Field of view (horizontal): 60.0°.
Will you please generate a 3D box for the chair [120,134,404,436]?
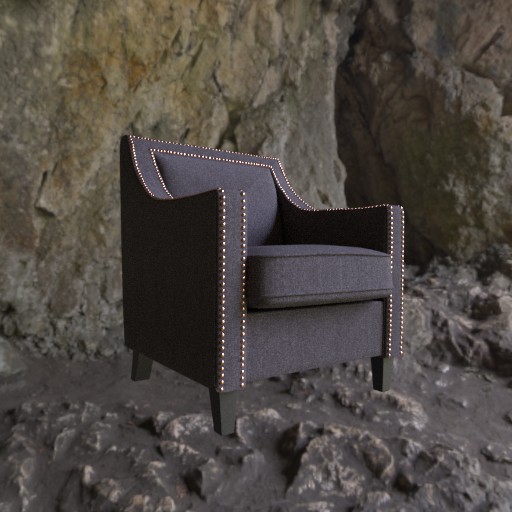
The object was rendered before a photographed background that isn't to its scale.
[{"bbox_3d":[0.000,0.000,1.667,0.776,0.967,0.884,0,0,-35],"label":"chair"}]
